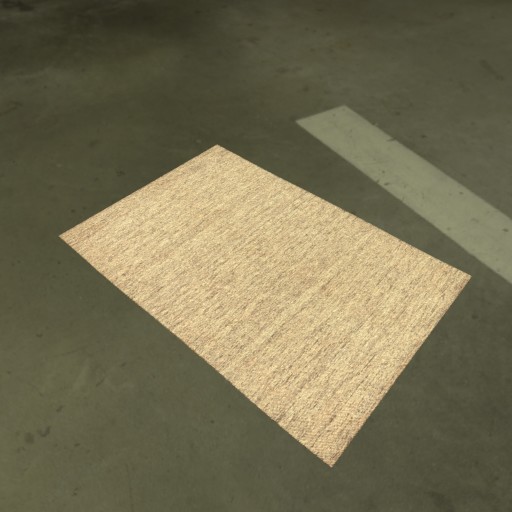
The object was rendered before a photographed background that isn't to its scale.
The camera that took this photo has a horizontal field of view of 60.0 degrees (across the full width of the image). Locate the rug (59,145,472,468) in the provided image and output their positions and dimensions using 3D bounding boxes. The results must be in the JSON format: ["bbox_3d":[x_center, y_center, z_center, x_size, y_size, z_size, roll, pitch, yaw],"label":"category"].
[{"bbox_3d":[0.000,0.000,2.930,2.283,0.013,1.547,33,54,27],"label":"rug"}]
